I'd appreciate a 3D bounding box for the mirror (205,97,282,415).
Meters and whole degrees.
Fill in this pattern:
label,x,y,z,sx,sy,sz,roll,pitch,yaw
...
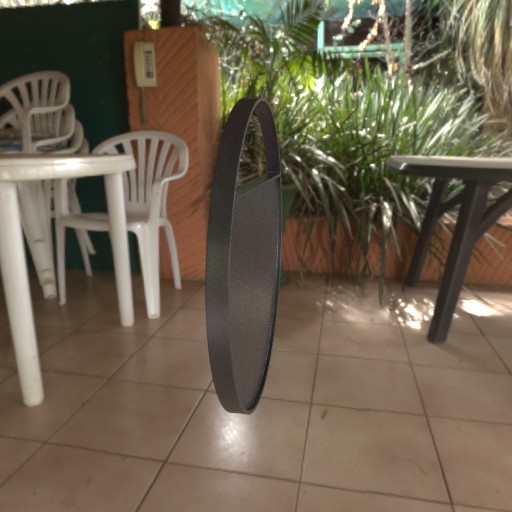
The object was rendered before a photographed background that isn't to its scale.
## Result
label,x,y,z,sx,sy,sz,roll,pitch,yaw
mirror,0.000,0.000,0.838,0.032,0.565,0.565,3,15,10
